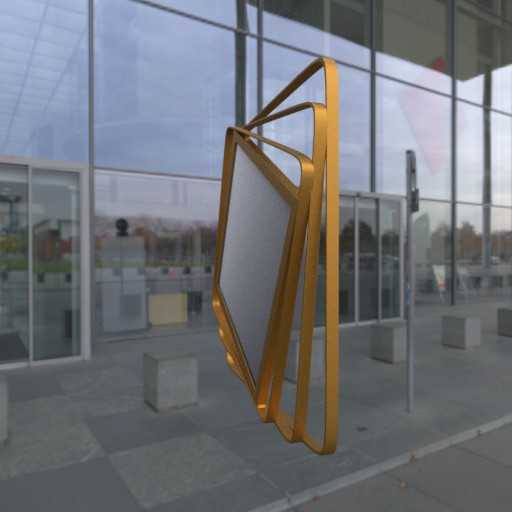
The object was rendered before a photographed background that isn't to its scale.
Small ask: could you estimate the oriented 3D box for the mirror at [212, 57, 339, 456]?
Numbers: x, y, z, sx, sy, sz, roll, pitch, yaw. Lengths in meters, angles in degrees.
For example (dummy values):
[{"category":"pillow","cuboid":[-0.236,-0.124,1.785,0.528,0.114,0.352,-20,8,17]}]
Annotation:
[{"category":"mirror","cuboid":[0.000,0.000,0.708,0.045,0.468,0.470,0,0,-18]}]
